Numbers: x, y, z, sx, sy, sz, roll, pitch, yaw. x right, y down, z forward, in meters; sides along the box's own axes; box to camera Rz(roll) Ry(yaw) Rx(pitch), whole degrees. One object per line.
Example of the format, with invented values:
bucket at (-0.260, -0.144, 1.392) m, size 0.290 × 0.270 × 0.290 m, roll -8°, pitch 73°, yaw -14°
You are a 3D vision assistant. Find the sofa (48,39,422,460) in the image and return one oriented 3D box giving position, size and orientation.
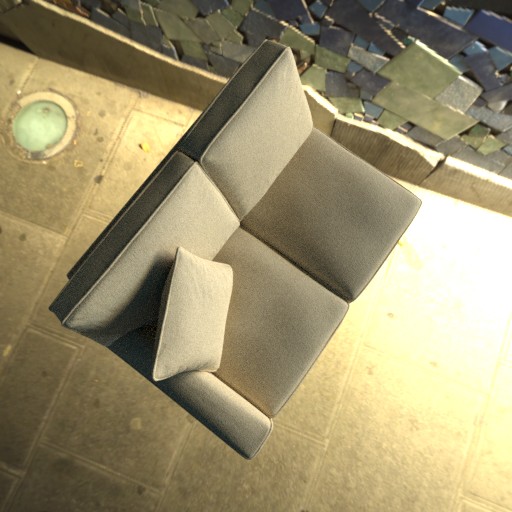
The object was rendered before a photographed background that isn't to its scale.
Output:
sofa at (0.000, 0.000, 2.018) m, size 0.991 × 0.989 × 1.388 m, roll 35°, pitch 79°, yaw 8°
